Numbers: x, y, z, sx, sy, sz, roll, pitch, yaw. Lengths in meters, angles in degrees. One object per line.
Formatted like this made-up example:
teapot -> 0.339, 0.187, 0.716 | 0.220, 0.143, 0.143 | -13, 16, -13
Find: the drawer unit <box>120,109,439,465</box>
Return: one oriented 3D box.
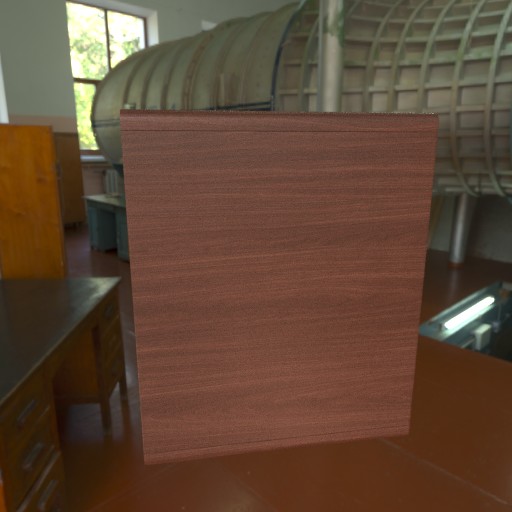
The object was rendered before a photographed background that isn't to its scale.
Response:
drawer unit -> 0.000, 0.000, 0.601 | 0.290, 0.351, 0.349 | -2, 14, -9
